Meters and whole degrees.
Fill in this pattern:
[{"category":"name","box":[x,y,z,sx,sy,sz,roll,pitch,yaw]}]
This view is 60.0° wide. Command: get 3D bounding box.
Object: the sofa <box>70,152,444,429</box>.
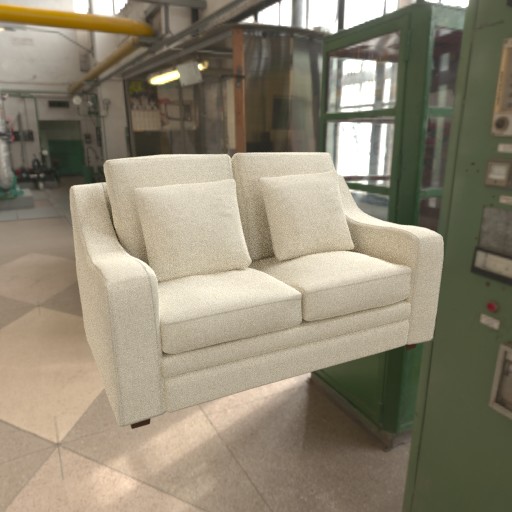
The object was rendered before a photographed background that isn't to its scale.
[{"category":"sofa","box":[0.000,0.000,2.350,1.744,1.047,1.040,-8,17,-26]}]
